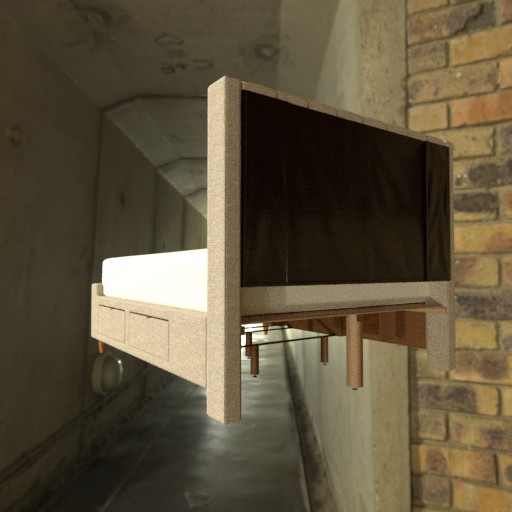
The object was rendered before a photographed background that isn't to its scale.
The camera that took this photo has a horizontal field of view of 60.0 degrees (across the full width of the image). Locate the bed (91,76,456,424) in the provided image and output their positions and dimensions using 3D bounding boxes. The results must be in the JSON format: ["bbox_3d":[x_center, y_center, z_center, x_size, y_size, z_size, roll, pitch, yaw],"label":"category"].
[{"bbox_3d":[0.000,0.000,3.724,2.044,1.748,2.372,1,-2,-36],"label":"bed"}]
